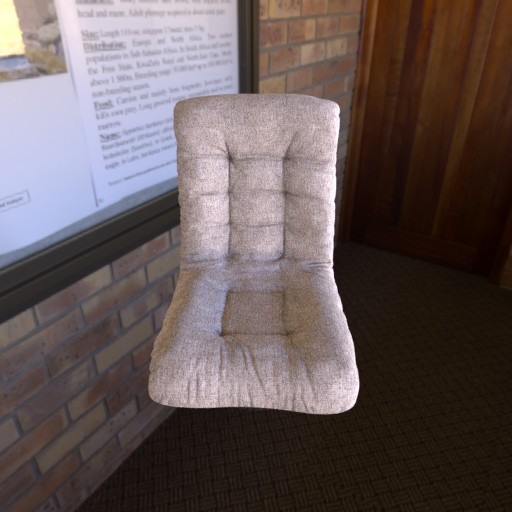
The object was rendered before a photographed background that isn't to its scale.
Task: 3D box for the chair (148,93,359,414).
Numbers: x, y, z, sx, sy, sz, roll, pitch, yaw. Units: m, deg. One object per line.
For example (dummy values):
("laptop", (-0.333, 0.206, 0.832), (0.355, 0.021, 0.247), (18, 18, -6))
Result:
("chair", (0.000, 0.000, 0.983), (0.400, 0.600, 0.583), (0, 30, 1))
